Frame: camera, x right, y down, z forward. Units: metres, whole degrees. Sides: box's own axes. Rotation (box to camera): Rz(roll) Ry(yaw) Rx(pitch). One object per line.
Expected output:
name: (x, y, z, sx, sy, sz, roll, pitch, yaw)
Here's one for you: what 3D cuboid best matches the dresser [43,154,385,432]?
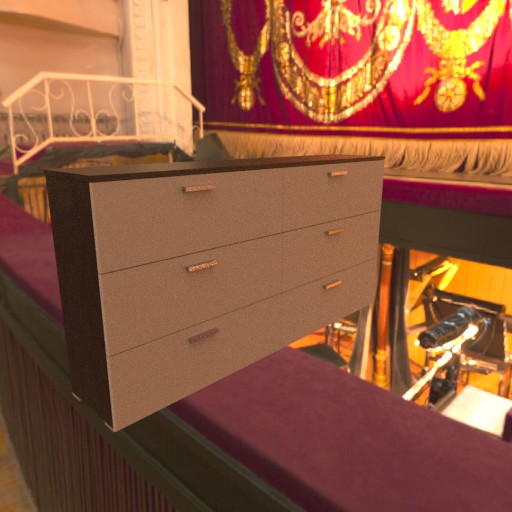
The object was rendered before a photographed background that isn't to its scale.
dresser: (0.000, 0.000, 1.888, 0.333, 0.790, 1.535, 15, 21, 43)
